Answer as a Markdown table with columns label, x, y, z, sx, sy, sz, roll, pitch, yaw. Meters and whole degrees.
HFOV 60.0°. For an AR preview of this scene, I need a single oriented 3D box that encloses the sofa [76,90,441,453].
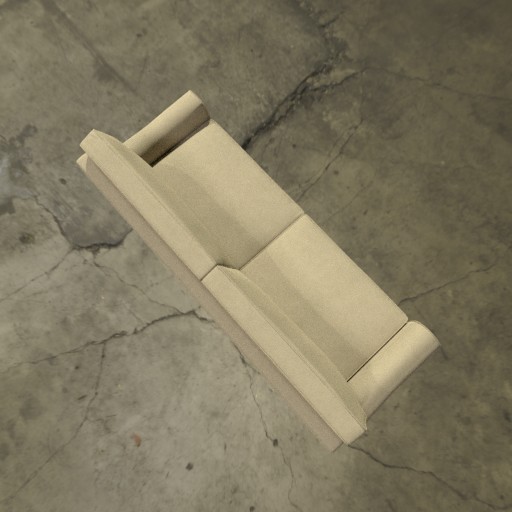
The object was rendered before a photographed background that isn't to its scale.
| label | x | y | z | sx | sy | sz | roll | pitch | yaw |
| --- | --- | --- | --- | --- | --- | --- | --- | --- | --- |
| sofa | 0.000 | 0.000 | 2.722 | 0.900 | 1.014 | 2.246 | -41 | 79 | -9 |
